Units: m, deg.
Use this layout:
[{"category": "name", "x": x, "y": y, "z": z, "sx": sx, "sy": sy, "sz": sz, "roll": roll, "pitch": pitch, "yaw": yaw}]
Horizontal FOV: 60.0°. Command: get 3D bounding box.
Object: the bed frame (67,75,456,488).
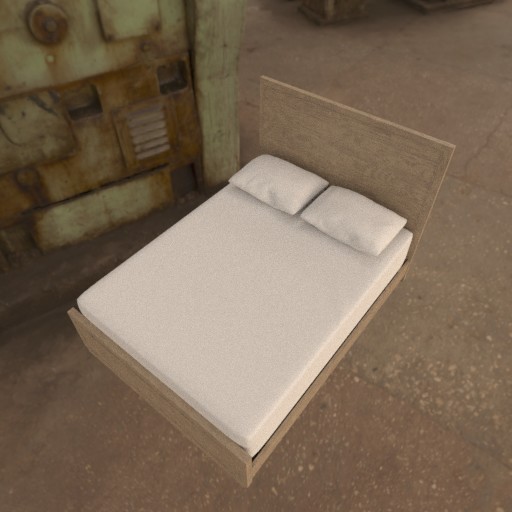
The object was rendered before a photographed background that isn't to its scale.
[{"category": "bed frame", "x": 0.000, "y": 0.000, "z": 3.166, "sx": 1.606, "sy": 1.369, "sz": 2.189, "roll": 30, "pitch": 54, "yaw": 25}]
